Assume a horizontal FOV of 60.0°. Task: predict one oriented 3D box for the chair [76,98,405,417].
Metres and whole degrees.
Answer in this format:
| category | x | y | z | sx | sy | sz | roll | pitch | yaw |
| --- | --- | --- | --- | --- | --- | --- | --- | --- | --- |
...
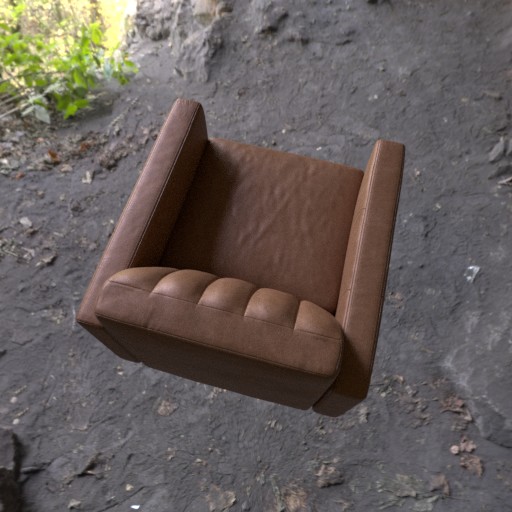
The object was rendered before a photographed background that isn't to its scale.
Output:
| category | x | y | z | sx | sy | sz | roll | pitch | yaw |
| --- | --- | --- | --- | --- | --- | --- | --- | --- | --- |
| chair | 0.000 | 0.000 | 1.713 | 0.953 | 0.819 | 0.998 | 14 | 65 | 6 |
